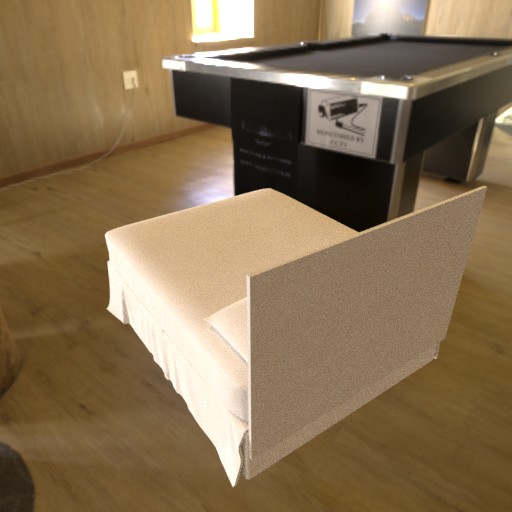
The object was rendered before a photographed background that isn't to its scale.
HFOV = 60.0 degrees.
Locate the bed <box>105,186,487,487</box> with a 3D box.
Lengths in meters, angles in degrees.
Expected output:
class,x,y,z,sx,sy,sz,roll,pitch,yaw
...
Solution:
class,x,y,z,sx,sy,sz,roll,pitch,yaw
bed,0.000,0.000,3.129,1.745,1.335,2.094,-20,36,-30
